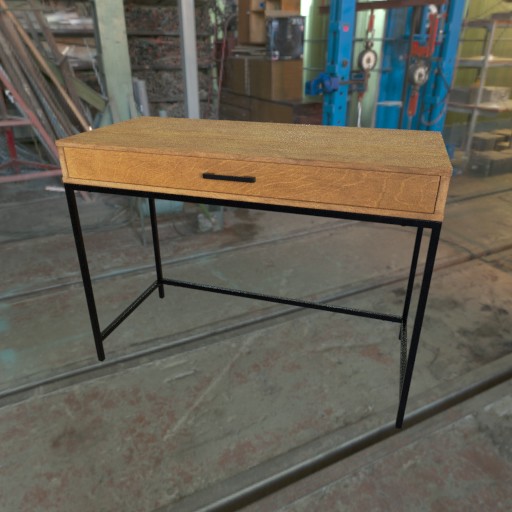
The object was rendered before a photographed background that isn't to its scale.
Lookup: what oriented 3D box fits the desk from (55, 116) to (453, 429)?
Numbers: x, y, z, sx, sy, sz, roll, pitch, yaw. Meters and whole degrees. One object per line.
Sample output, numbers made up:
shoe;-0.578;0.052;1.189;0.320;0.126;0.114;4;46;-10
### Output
desk;0.000;0.000;1.436;1.016;0.762;0.470;8;27;16
